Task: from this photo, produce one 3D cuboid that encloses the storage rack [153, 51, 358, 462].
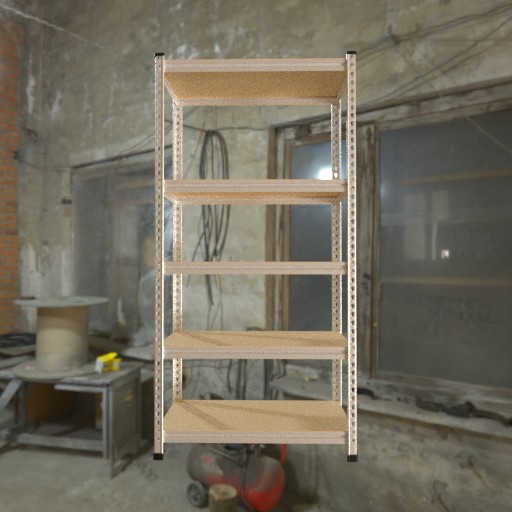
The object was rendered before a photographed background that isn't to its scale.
[{"bbox_3d":[0.000,0.000,2.208,0.914,1.829,0.457,0,-1,1],"label":"storage rack"}]
